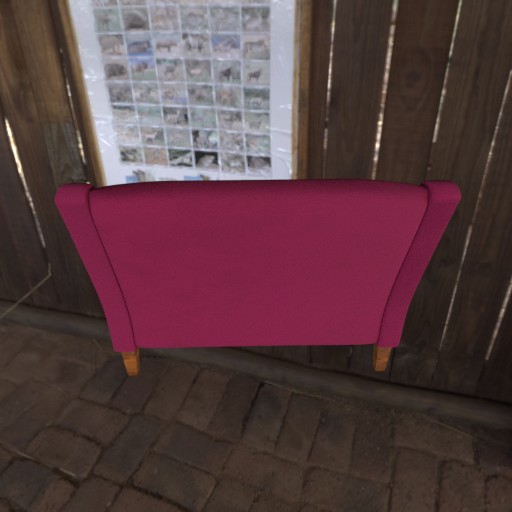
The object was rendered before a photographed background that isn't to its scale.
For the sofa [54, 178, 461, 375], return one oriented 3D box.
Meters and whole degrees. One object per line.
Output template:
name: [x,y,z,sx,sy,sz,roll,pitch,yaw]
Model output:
sofa: [0.000,0.000,1.960,1.242,0.976,0.946,-1,29,-1]
